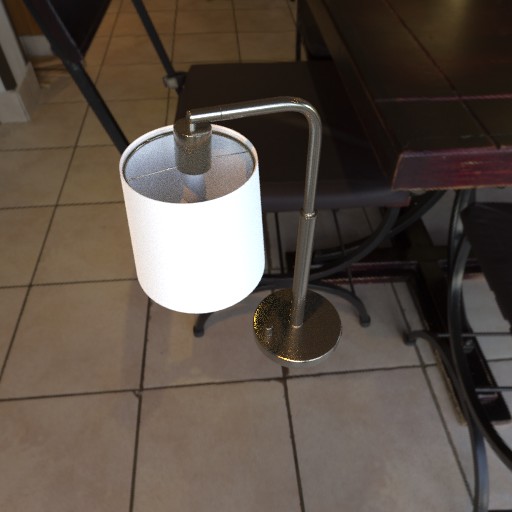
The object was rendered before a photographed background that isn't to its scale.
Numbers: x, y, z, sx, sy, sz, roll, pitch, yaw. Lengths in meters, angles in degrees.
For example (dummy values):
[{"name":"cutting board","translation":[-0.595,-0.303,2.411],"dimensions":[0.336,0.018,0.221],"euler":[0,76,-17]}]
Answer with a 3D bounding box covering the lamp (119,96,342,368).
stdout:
[{"name":"lamp","translation":[0.000,0.000,0.639],"dimensions":[0.333,0.489,0.171],"euler":[-18,50,-16]}]
